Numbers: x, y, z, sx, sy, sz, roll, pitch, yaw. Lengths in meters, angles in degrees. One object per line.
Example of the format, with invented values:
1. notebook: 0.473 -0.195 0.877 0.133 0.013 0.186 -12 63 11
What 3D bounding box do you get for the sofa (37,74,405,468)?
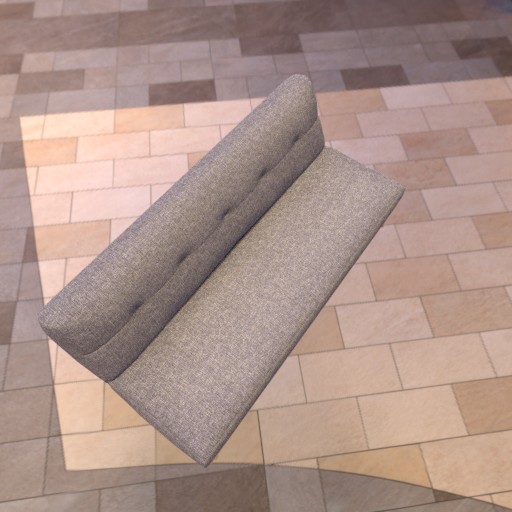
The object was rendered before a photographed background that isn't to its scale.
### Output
1. sofa: 0.000 0.000 2.244 0.820 0.770 1.820 33 65 17
